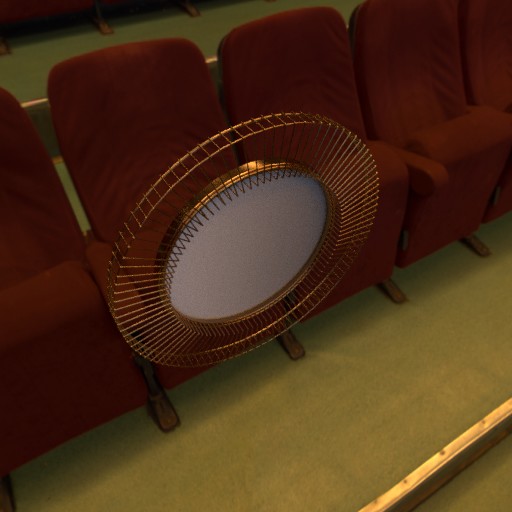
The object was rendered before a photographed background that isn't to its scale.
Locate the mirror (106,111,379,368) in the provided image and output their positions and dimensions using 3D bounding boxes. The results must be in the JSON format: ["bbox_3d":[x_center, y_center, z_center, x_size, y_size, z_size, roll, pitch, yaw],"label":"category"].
[{"bbox_3d":[0.000,0.000,1.060,0.703,0.703,0.067,-24,50,-21],"label":"mirror"}]
